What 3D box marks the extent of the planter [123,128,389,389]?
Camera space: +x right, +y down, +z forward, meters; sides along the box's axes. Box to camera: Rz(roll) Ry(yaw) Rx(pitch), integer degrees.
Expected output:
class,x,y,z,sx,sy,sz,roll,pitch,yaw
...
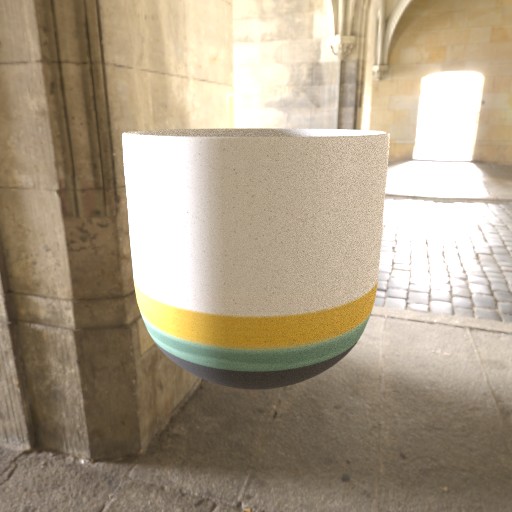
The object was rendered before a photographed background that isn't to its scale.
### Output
class,x,y,z,sx,sy,sz,roll,pitch,yaw
planter,0.000,0.000,0.499,0.268,0.270,0.268,0,17,0
